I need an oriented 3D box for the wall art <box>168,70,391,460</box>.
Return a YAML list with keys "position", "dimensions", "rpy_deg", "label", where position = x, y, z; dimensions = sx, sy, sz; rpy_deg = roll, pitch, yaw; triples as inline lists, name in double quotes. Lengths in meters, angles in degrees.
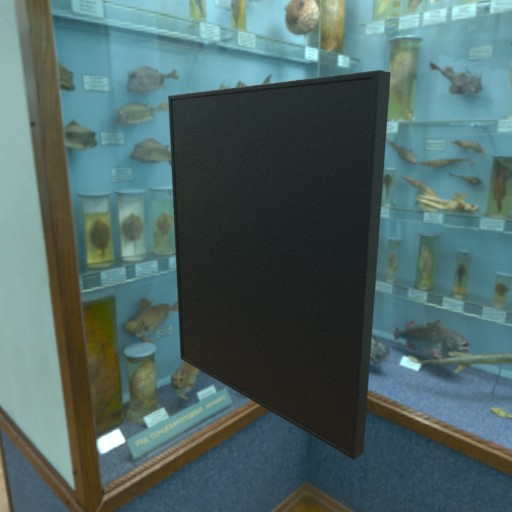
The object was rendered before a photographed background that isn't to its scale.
- position: [0.000, 0.000, 0.766]
  dimensions: [0.028, 0.551, 0.451]
  rpy_deg: [-14, 20, -43]
  label: "wall art"
